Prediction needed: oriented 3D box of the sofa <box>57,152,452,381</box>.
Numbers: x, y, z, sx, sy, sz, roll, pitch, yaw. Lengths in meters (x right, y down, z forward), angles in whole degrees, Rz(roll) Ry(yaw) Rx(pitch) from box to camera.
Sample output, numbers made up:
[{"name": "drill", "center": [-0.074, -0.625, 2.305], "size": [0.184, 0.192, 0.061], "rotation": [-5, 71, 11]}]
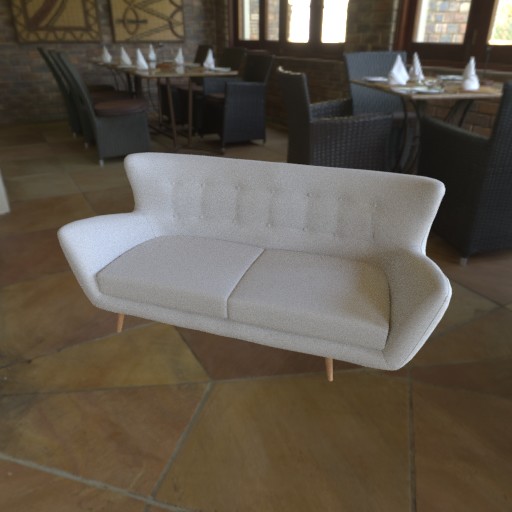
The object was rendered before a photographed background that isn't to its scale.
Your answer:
[{"name": "sofa", "center": [0.000, 0.000, 2.449], "size": [1.930, 0.890, 0.899], "rotation": [9, 28, 17]}]
